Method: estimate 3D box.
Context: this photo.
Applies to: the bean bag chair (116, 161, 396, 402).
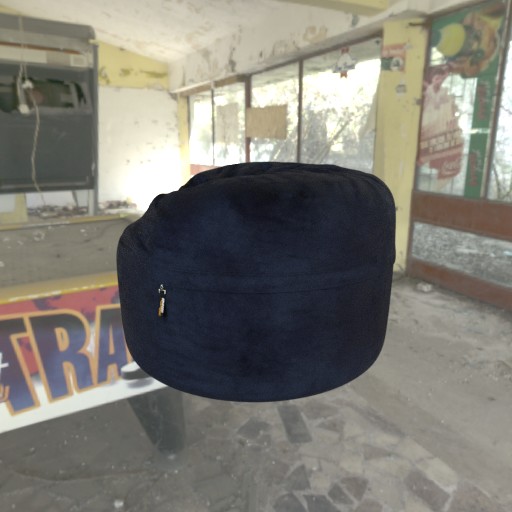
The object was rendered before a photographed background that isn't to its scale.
[{"bbox_3d":[0.000,0.000,1.522,0.918,0.616,0.918,0,14,0],"label":"bean bag chair"}]
